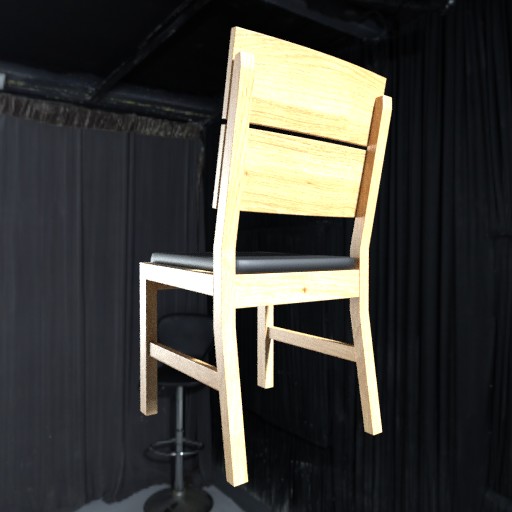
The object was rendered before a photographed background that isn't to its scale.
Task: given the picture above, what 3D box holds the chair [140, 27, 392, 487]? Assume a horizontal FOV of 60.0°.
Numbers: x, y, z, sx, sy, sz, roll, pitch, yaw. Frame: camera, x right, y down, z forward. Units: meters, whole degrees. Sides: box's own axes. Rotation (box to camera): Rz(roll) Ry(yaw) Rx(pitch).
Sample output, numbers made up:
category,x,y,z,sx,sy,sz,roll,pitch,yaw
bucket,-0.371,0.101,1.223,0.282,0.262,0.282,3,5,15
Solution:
category,x,y,z,sx,sy,sz,roll,pitch,yaw
chair,0.000,0.000,1.259,0.475,0.950,0.569,-1,1,-36
